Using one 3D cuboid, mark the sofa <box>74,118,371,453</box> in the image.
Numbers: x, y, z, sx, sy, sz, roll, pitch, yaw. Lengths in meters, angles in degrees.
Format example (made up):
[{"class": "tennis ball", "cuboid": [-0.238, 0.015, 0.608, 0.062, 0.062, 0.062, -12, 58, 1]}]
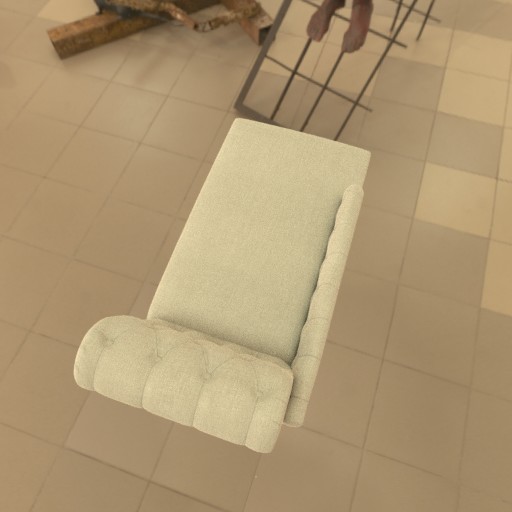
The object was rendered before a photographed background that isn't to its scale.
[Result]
[{"class": "sofa", "cuboid": [0.000, 0.000, 1.768, 0.675, 0.787, 1.379, 17, 65, 8]}]
